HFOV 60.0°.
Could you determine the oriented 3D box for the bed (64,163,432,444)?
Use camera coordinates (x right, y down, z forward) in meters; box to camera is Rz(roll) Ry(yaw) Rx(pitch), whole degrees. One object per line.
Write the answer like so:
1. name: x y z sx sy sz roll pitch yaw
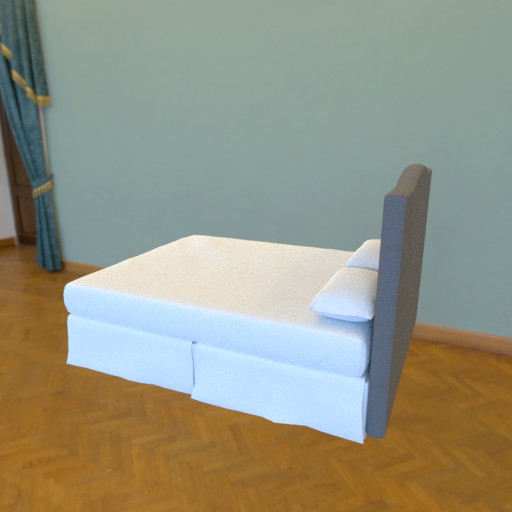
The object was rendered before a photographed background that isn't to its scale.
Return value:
1. bed: 0.000 0.000 3.378 2.282 1.436 1.821 7 17 24
